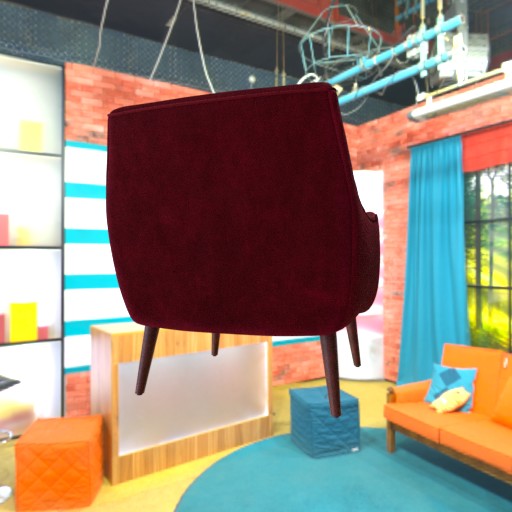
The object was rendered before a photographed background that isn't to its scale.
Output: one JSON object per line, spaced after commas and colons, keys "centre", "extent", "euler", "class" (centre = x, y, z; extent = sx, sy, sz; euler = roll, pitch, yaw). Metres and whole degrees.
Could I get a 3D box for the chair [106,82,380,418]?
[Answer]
{"centre": [0.000, 0.000, 1.467], "extent": [0.762, 0.838, 0.787], "euler": [0, 0, 18], "class": "chair"}
